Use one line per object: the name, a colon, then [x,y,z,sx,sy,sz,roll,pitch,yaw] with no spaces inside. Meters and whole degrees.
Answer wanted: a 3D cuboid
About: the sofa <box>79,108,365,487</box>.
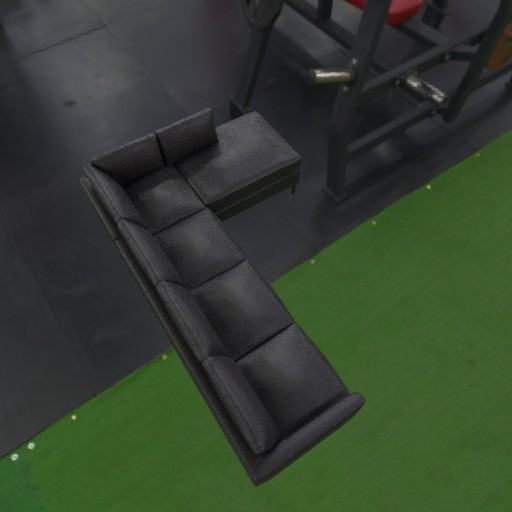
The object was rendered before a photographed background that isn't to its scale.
sofa: [0.000,0.000,3.820,1.938,0.877,2.984,-29,63,-17]
